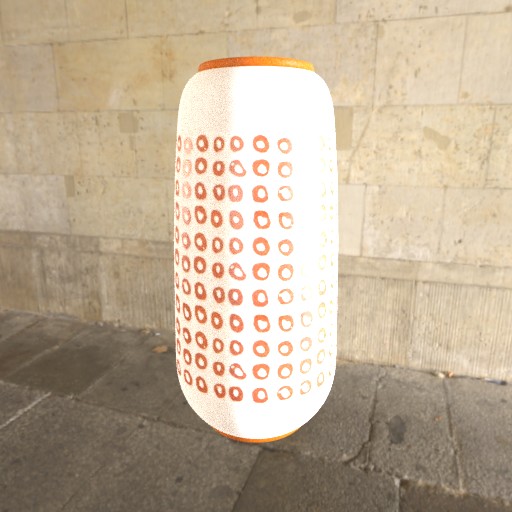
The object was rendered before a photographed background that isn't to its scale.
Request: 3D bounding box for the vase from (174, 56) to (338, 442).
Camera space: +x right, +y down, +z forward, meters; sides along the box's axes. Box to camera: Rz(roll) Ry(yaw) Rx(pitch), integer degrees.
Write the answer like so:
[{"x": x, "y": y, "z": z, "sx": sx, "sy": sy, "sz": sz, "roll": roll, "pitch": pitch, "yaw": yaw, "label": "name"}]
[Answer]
[{"x": 0.000, "y": 0.000, "z": 0.354, "sx": 0.133, "sy": 0.282, "sz": 0.133, "roll": 0, "pitch": 15, "yaw": 0, "label": "vase"}]
